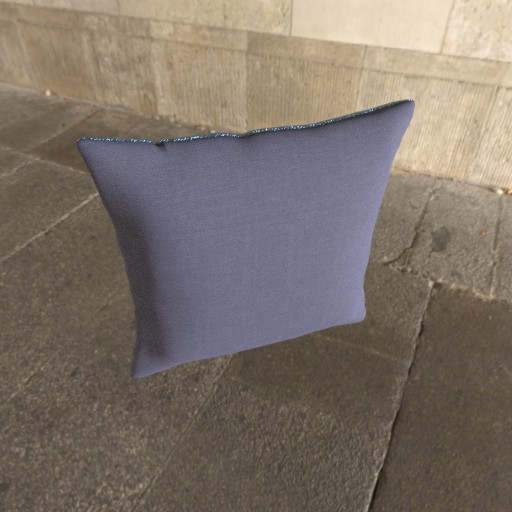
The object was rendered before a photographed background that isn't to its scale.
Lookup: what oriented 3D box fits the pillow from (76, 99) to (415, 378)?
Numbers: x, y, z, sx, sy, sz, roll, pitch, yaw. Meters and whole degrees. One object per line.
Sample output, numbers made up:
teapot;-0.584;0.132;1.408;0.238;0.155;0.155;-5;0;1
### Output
pillow;0.000;0.000;0.654;0.436;0.430;0.138;-12;41;-14
